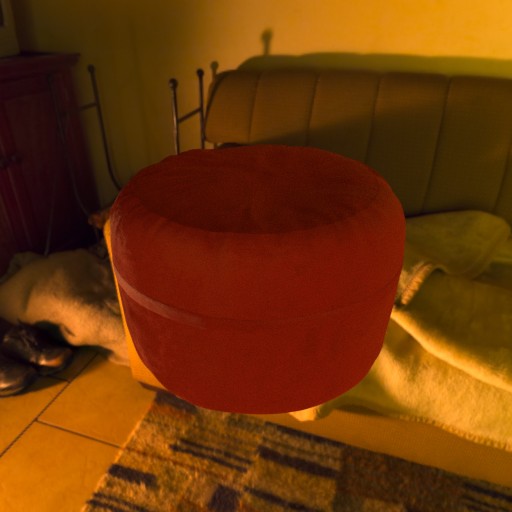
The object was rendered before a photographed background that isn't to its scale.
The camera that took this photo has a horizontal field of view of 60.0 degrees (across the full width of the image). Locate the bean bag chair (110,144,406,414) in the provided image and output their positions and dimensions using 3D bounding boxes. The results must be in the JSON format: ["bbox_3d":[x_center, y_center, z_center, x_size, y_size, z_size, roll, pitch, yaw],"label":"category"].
[{"bbox_3d":[0.000,0.000,1.944,1.219,0.762,1.219,0,30,0],"label":"bean bag chair"}]
